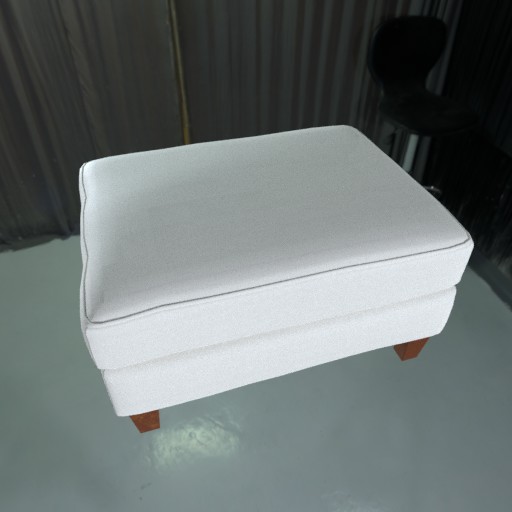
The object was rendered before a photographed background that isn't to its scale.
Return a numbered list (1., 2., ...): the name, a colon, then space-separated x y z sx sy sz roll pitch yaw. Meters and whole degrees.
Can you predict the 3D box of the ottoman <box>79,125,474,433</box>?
1. ottoman: 0.000 0.000 1.175 0.818 0.479 0.634 -11 42 -13
